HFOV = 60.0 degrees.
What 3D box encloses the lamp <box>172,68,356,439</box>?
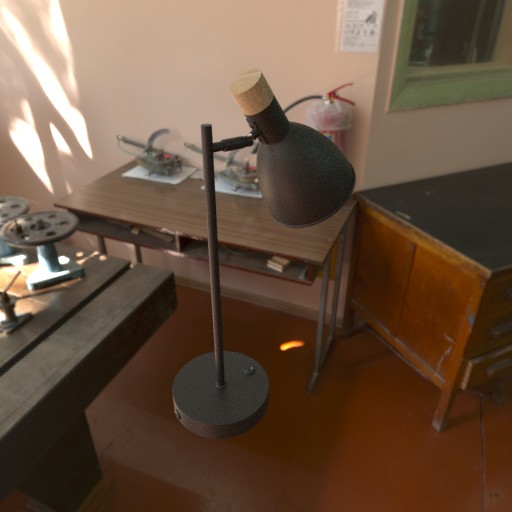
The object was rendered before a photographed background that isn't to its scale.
[{"bbox_3d":[0.000,0.000,0.614,0.287,0.483,0.152,-19,36,-28],"label":"lamp"}]
